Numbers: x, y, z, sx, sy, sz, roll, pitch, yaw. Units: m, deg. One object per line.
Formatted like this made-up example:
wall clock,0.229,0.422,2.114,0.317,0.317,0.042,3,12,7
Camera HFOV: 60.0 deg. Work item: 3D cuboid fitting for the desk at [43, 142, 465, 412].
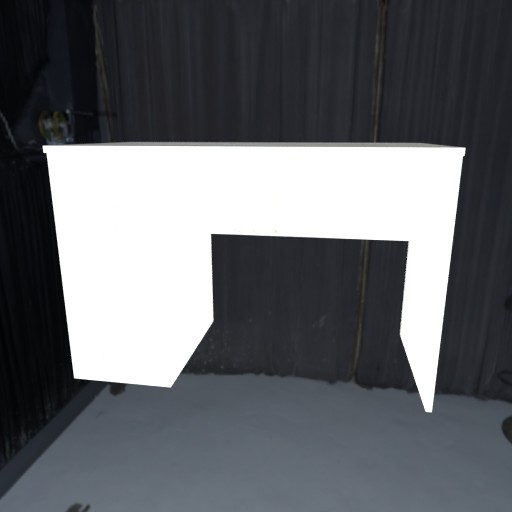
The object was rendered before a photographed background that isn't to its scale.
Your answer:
desk,0.000,0.000,1.493,1.096,0.730,0.560,3,16,9
